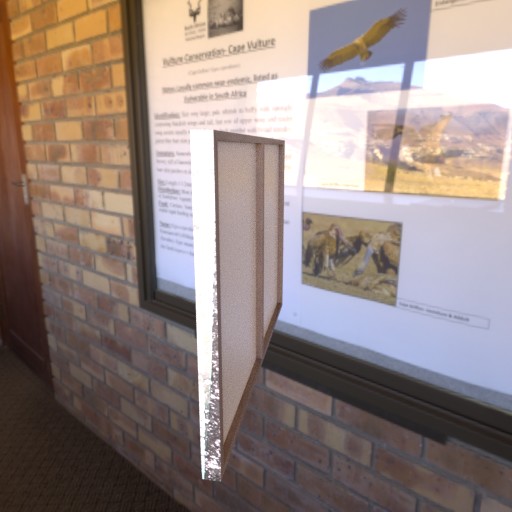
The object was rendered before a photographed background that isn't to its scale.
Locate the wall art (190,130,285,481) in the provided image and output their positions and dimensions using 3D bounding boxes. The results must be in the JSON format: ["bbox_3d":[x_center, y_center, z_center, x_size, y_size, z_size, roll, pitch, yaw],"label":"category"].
[{"bbox_3d":[0.000,0.000,1.155,0.038,0.598,0.919,2,14,10],"label":"wall art"}]
